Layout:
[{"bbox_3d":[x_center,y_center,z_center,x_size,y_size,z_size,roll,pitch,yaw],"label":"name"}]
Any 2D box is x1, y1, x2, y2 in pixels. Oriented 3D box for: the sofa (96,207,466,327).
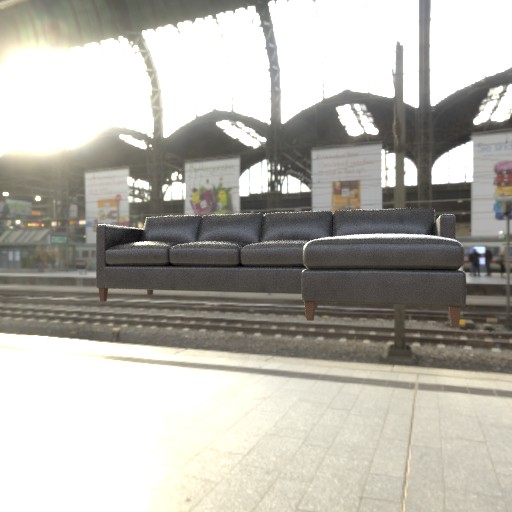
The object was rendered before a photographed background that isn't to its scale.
[{"bbox_3d":[0.000,0.000,3.905,3.203,0.883,1.581,0,0,19],"label":"sofa"}]
